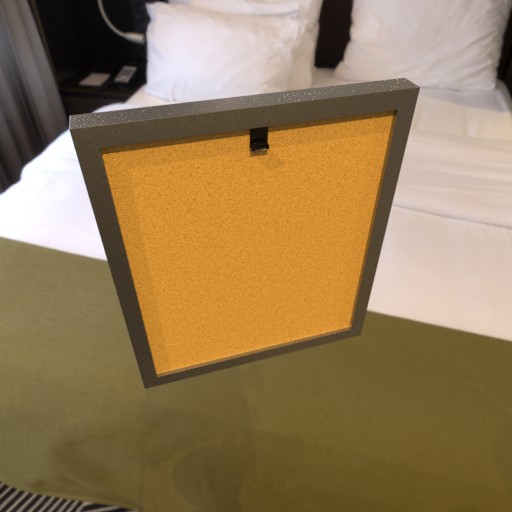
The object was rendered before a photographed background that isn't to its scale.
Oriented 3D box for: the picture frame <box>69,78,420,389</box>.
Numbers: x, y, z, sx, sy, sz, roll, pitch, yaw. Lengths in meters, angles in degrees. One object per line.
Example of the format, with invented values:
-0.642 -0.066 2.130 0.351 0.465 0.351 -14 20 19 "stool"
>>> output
0.000 0.000 1.361 0.839 0.968 0.073 -11 42 -13 "picture frame"
